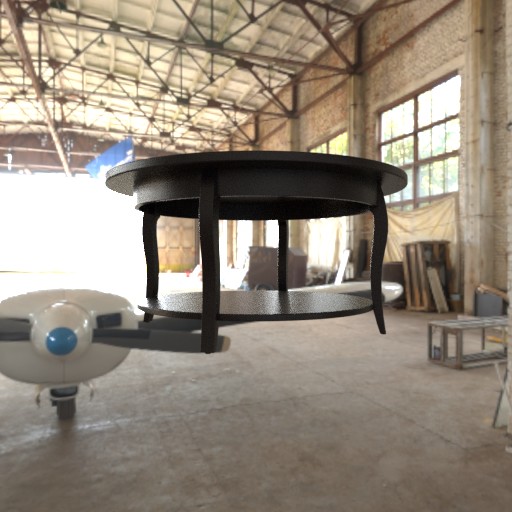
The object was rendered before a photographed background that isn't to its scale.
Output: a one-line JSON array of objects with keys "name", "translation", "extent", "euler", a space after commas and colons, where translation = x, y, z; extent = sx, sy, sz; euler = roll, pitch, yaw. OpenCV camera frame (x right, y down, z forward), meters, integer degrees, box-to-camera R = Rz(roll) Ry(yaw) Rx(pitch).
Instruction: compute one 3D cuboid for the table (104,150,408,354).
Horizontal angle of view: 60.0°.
[{"name": "table", "translation": [0.000, 0.000, 1.411], "extent": [0.914, 0.457, 0.914], "euler": [0, 0, 0]}]
